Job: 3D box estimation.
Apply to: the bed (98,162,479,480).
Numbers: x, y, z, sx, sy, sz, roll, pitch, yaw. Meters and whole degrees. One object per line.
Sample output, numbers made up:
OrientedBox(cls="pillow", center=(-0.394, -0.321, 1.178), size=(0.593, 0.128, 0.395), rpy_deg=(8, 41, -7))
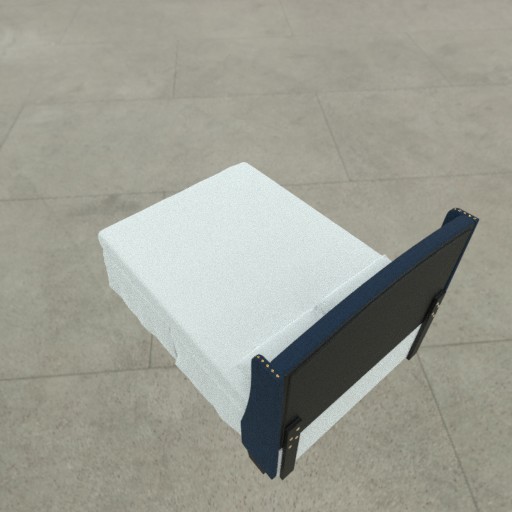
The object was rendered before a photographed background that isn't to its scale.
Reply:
OrientedBox(cls="bed", center=(0.000, 0.000, 3.226), size=(1.604, 1.402, 2.223), rpy_deg=(-32, 54, -27))
